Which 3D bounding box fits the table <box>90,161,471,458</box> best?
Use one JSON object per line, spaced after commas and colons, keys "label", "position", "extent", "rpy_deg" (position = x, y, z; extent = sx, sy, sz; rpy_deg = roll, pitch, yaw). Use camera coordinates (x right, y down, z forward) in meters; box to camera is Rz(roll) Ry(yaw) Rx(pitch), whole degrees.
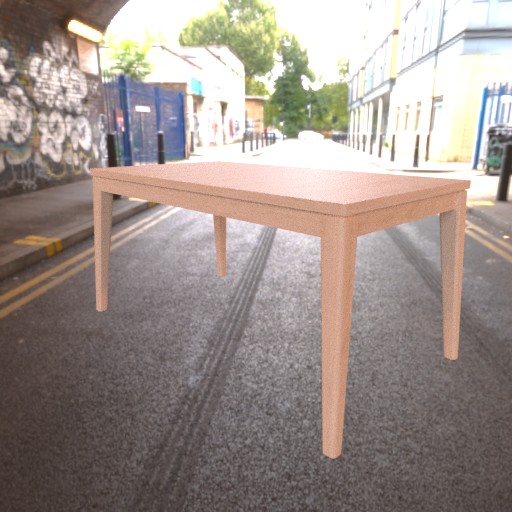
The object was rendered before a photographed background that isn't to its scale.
{"label": "table", "position": [0.000, 0.000, 2.072], "extent": [0.900, 0.760, 1.600], "rpy_deg": [-15, 22, -42]}
